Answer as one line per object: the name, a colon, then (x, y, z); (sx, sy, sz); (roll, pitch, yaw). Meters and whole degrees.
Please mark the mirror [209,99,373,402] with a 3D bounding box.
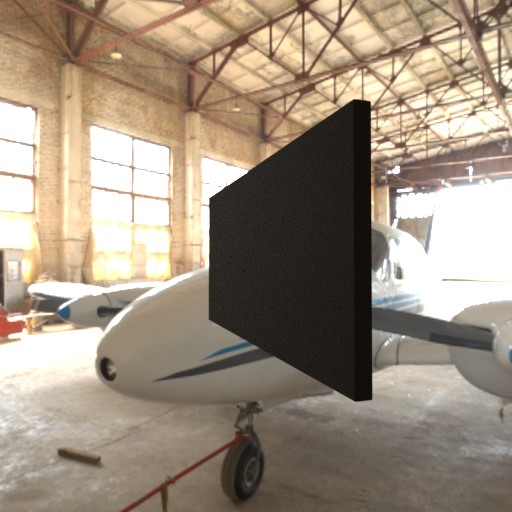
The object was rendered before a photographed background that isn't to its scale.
mirror: (0.000, 0.000, 1.769); (0.047, 0.692, 1.584); (0, -1, -18)
